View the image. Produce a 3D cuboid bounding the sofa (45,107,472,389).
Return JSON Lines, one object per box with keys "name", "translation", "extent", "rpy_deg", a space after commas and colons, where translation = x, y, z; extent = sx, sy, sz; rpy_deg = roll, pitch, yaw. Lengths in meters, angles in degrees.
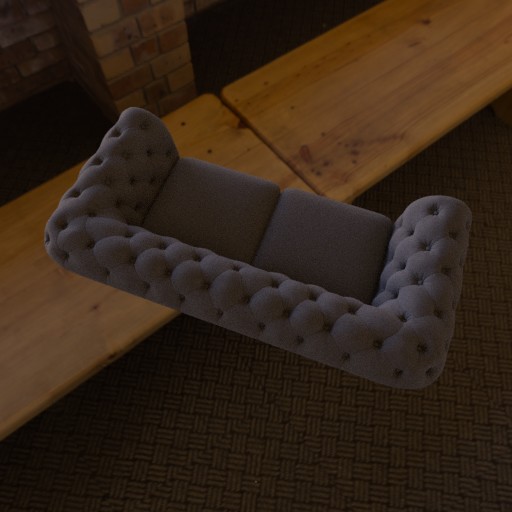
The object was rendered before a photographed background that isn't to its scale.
{"name": "sofa", "translation": [0.000, 0.000, 2.418], "extent": [1.998, 0.764, 0.986], "rpy_deg": [18, 64, 9]}
